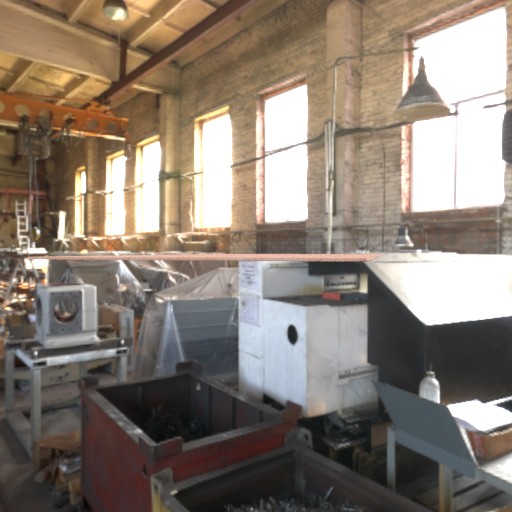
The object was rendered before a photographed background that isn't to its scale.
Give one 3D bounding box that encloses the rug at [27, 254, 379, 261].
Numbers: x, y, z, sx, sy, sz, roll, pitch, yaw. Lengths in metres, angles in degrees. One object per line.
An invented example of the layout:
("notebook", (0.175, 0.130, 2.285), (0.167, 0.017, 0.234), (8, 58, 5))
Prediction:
("rug", (0.000, 0.000, 3.041), (1.609, 0.015, 2.390), (0, 1, 17))
